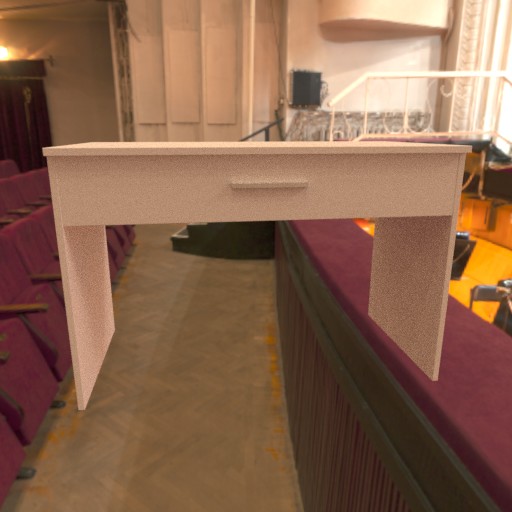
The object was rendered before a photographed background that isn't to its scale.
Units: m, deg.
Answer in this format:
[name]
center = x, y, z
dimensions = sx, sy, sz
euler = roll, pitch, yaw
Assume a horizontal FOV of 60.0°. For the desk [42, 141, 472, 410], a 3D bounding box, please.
[desk]
center = 0.000, 0.000, 1.487
dimensions = 1.100, 0.730, 0.560
euler = -2, 16, -8
